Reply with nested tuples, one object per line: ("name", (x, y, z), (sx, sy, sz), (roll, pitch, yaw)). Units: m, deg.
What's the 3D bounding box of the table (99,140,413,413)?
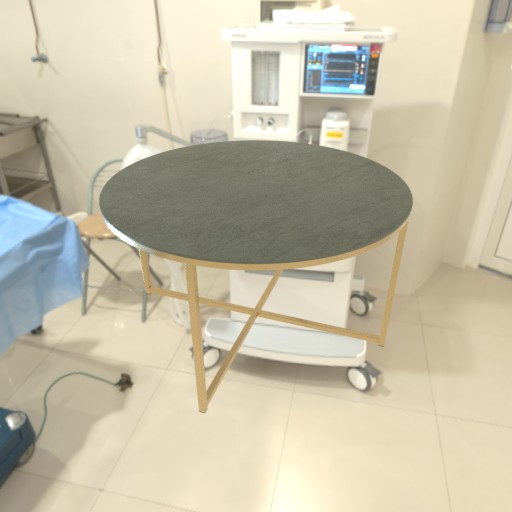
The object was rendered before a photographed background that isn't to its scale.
("table", (0.000, 0.000, 1.296), (0.800, 0.450, 0.800), (0, 31, 0))
